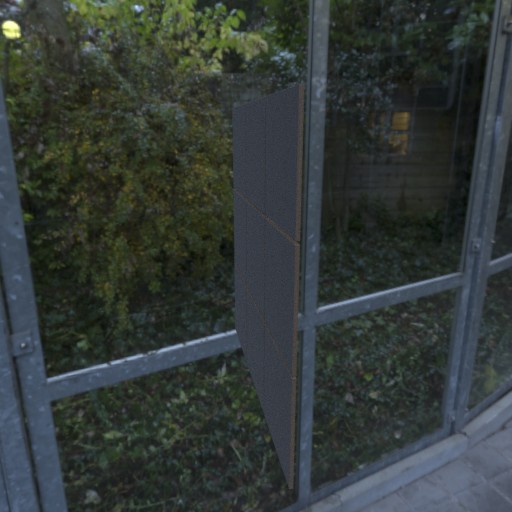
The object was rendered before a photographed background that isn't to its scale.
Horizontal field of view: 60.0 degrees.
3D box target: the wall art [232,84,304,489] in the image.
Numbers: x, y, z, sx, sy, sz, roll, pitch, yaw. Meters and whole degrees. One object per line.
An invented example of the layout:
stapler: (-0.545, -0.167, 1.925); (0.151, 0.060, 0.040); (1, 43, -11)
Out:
wall art: (0.000, 0.000, 1.831); (0.013, 1.216, 1.216); (-3, 16, -10)
